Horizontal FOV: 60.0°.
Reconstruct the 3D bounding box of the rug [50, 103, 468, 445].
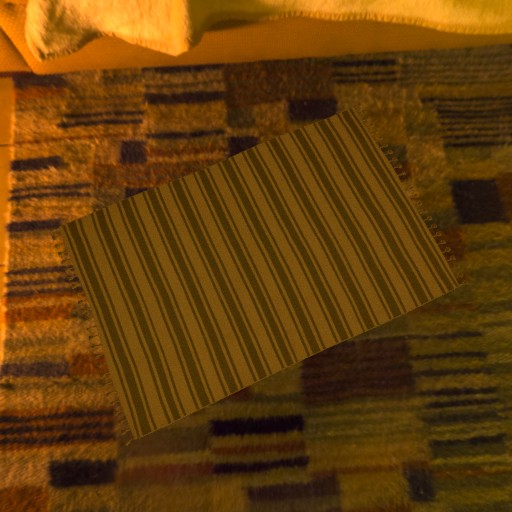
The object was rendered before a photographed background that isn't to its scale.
[{"bbox_3d":[0.000,0.000,2.294,1.875,0.013,1.162,-24,76,-6],"label":"rug"}]
